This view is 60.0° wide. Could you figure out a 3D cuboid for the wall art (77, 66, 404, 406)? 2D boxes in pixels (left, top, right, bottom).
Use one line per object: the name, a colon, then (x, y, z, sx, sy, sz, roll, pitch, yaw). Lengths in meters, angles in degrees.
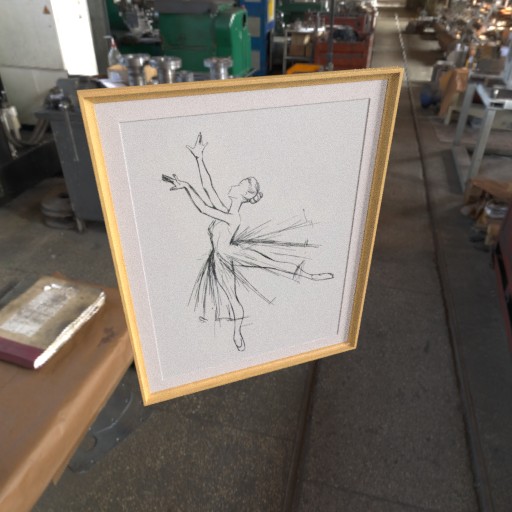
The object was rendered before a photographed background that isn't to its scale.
wall art: (0.000, 0.000, 1.319, 0.798, 1.002, 0.030, -11, 35, -16)
